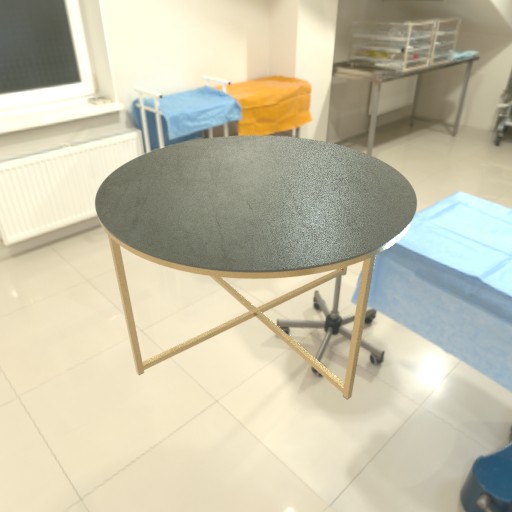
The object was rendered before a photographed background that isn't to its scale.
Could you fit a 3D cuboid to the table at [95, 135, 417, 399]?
[{"bbox_3d":[0.000,0.000,1.273,0.800,0.450,0.800,0,33,0],"label":"table"}]
